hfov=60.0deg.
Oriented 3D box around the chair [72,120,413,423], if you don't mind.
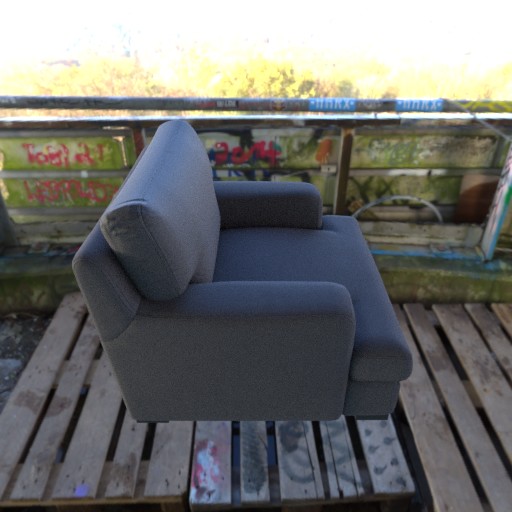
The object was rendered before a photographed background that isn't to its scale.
[{"bbox_3d":[0.000,0.000,1.967,1.143,0.940,1.168,0,33,0],"label":"chair"}]
